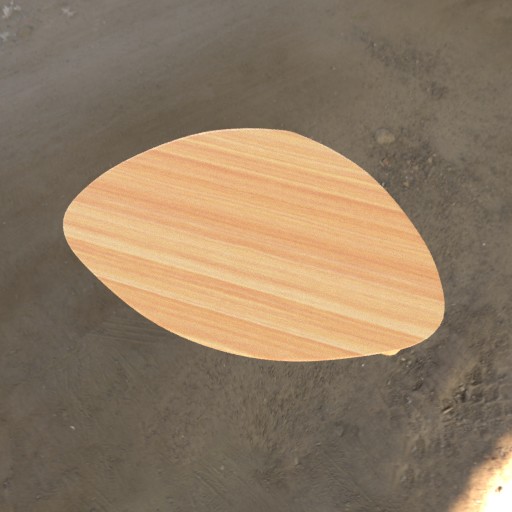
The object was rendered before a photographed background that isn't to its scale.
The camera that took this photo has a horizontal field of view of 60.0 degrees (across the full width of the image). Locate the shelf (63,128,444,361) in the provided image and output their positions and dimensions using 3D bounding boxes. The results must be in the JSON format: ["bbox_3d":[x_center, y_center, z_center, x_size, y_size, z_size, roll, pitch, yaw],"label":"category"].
[{"bbox_3d":[0.000,0.000,1.648,1.246,0.440,0.845,15,65,8],"label":"shelf"}]
